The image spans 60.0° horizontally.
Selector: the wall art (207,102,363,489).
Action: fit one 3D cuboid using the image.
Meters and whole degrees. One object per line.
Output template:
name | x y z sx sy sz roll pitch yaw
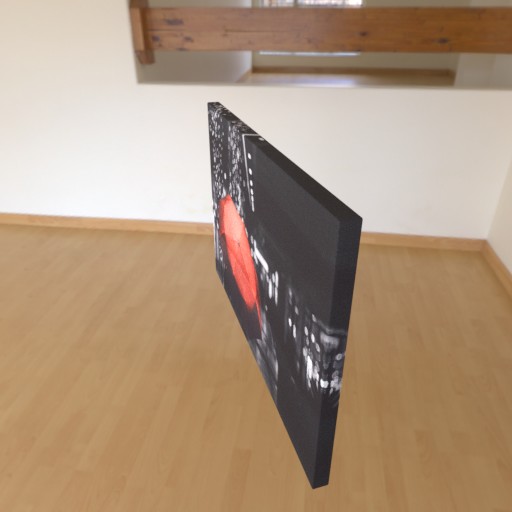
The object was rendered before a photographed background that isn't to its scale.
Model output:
wall art | 0.000 0.000 1.149 0.038 0.609 0.914 -9 31 -15
